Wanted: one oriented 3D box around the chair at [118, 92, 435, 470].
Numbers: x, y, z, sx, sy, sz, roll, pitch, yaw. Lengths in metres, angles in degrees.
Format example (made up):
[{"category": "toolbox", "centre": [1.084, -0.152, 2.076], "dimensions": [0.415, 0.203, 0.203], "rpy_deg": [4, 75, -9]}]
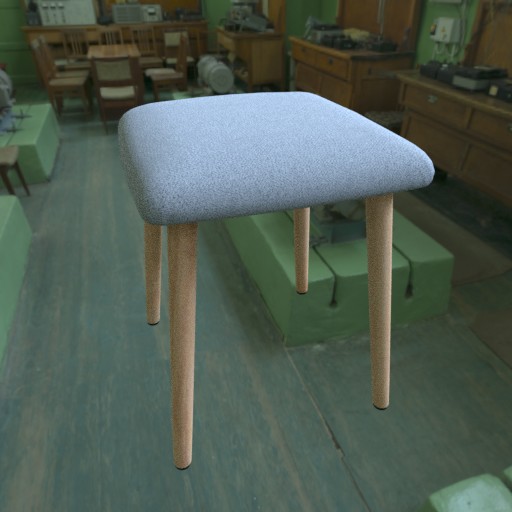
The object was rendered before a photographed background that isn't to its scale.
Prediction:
[{"category": "chair", "centre": [0.000, 0.000, 0.683], "dimensions": [0.350, 0.440, 0.350], "rpy_deg": [-10, 34, -15]}]
